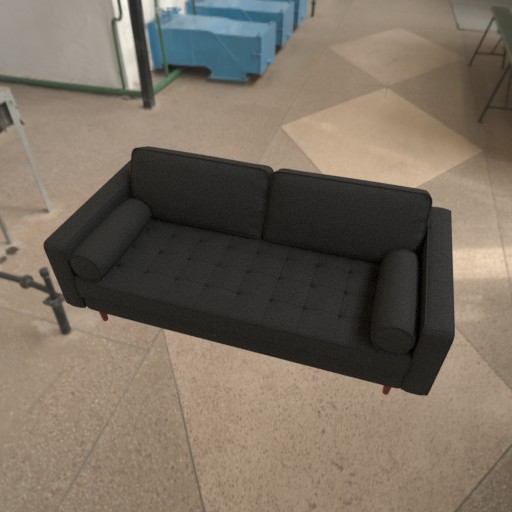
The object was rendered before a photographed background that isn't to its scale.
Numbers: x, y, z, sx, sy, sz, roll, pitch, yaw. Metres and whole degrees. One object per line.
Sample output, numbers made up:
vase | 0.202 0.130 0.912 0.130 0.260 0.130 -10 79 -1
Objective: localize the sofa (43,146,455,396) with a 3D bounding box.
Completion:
sofa | 0.000 0.000 2.332 1.875 0.759 0.914 12 43 13
